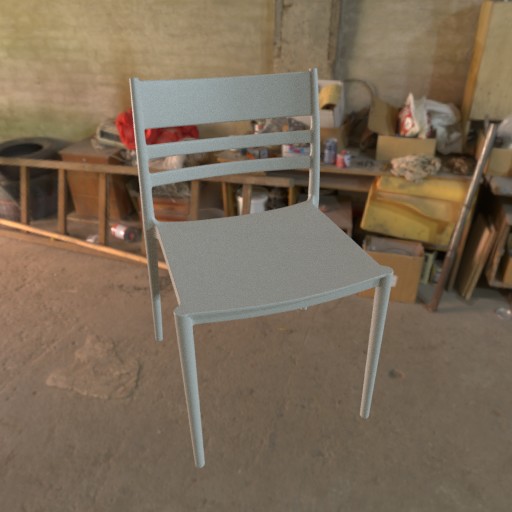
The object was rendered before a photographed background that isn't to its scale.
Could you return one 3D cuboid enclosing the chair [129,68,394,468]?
[{"bbox_3d":[0.000,0.000,1.112,0.531,0.800,0.511,-10,33,-16],"label":"chair"}]
